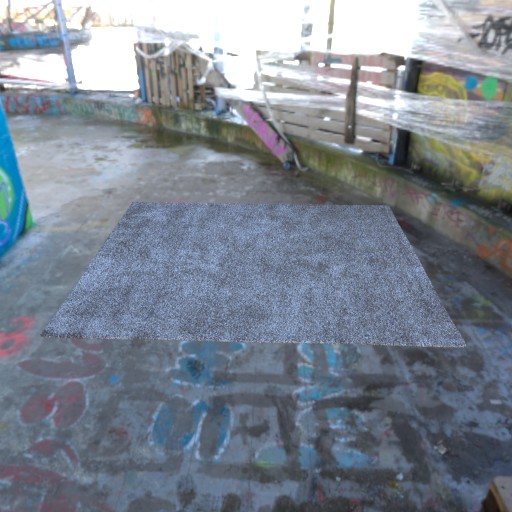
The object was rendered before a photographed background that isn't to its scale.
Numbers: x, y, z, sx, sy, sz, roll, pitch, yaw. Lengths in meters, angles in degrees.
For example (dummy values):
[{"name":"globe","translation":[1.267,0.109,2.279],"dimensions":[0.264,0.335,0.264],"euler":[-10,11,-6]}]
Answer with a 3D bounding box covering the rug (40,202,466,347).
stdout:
[{"name":"rug","translation":[0.000,0.000,4.151],"dimensions":[3.000,0.025,2.401],"euler":[1,30,2]}]
